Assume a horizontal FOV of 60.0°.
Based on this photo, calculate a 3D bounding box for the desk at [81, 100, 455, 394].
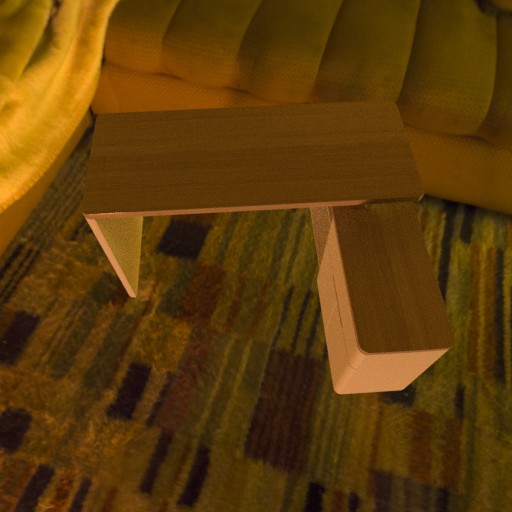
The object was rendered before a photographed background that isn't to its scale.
[{"bbox_3d":[0.000,0.000,2.111,1.400,0.770,1.175,-3,59,-2],"label":"desk"}]
